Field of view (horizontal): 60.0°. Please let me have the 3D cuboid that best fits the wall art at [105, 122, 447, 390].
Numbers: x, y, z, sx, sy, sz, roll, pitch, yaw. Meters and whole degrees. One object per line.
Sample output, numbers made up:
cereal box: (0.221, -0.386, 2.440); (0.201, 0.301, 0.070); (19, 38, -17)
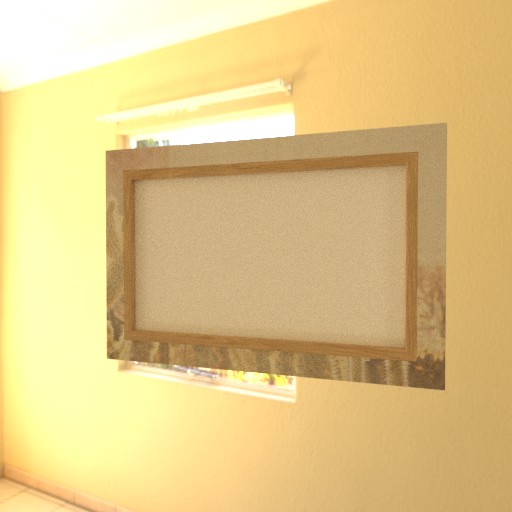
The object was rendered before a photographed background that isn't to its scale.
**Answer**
wall art: (0.000, 0.000, 1.931); (1.525, 1.012, 0.038); (0, 1, 18)
